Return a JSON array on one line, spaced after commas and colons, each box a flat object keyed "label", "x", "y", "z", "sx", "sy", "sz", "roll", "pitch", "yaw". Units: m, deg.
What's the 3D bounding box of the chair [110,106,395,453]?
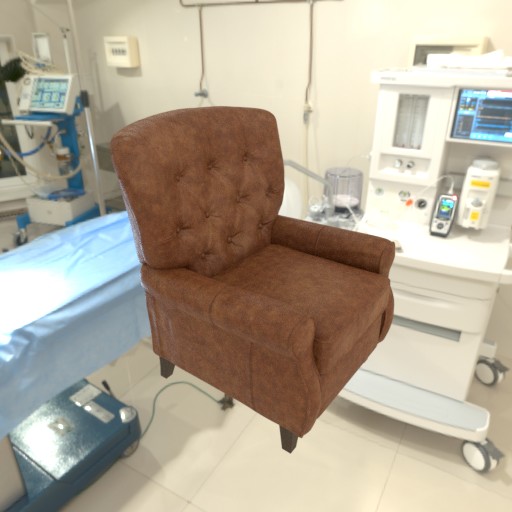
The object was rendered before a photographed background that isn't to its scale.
[{"label": "chair", "x": 0.000, "y": 0.000, "z": 1.939, "sx": 1.059, "sy": 1.164, "sz": 0.951, "roll": 18, "pitch": 32, "yaw": 33}]
